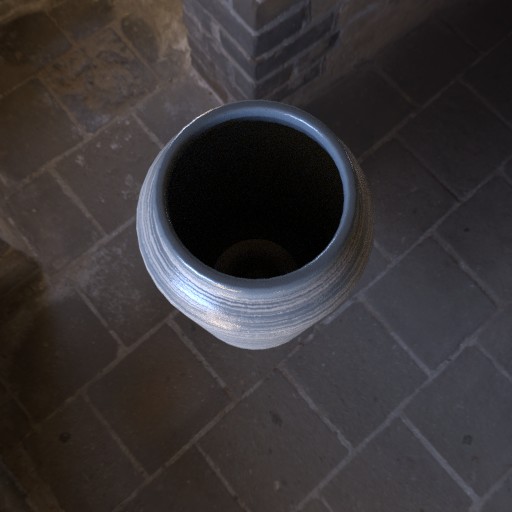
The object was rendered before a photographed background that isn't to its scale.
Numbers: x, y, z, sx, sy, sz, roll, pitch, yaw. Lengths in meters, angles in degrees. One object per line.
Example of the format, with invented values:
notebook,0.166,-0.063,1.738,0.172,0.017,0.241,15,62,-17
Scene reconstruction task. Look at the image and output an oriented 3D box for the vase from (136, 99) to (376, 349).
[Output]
vase,0.000,0.000,0.295,0.116,0.230,0.116,0,76,0
